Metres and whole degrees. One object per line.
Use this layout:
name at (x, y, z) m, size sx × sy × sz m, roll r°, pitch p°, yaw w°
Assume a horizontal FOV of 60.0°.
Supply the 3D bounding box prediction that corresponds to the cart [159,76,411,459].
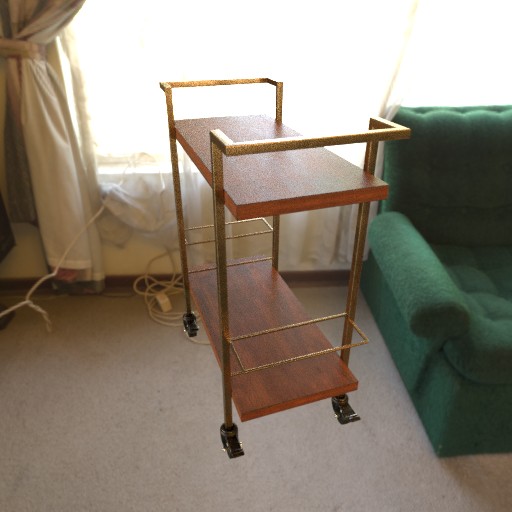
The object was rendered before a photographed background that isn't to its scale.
cart at (0.000, 0.000, 1.196) m, size 0.364 × 0.807 × 0.695 m, roll -10°, pitch 31°, yaw -17°
